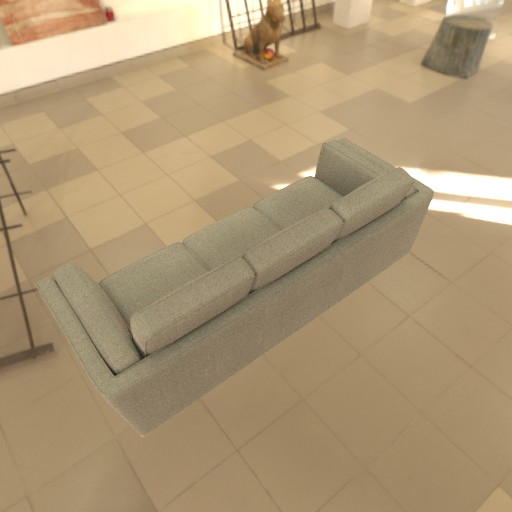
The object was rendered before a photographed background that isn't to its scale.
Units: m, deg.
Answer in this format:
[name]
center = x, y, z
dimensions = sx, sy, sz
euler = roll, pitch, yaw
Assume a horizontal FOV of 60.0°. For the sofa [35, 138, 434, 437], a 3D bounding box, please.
[sofa]
center = 0.000, 0.000, 2.802
dimensions = 2.362, 0.899, 0.903
euler = -30, 53, -25
